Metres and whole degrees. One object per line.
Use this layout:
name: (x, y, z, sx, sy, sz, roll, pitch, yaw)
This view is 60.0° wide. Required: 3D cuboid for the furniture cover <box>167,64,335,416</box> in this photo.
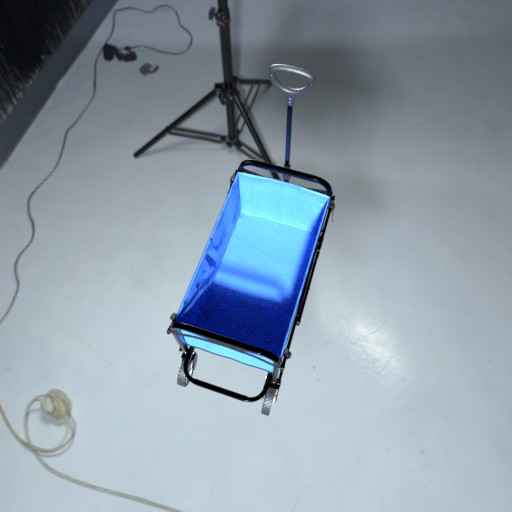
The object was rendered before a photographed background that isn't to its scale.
furniture cover: (0.000, 0.000, 1.839, 0.532, 1.295, 1.038, 16, 65, 8)
